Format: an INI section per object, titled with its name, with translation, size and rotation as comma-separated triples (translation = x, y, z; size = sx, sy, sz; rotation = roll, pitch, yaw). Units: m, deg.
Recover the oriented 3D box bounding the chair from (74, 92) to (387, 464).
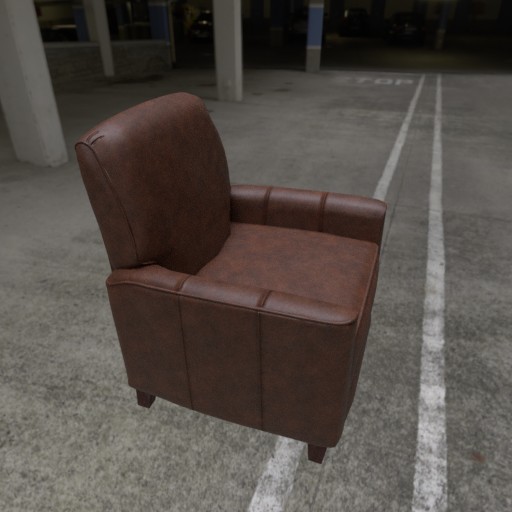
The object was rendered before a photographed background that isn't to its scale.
[chair]
translation = 0.000, 0.000, 1.584
size = 0.850, 1.010, 0.839
rotation = 11, 33, 17
